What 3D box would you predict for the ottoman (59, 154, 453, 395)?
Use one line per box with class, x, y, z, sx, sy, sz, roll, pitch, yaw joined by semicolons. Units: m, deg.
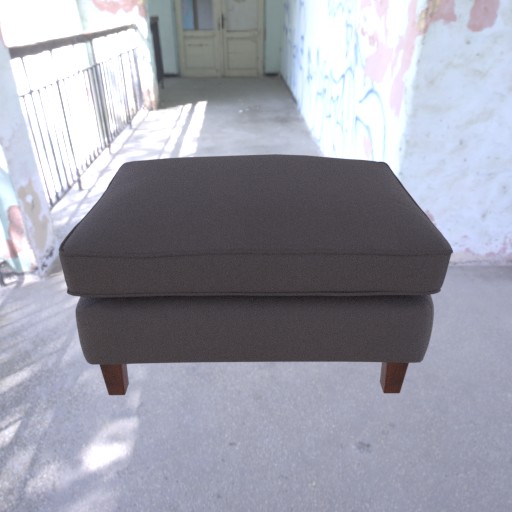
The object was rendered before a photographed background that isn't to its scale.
ottoman;0.000;0.000;1.006;0.686;0.406;0.508;0;31;0
